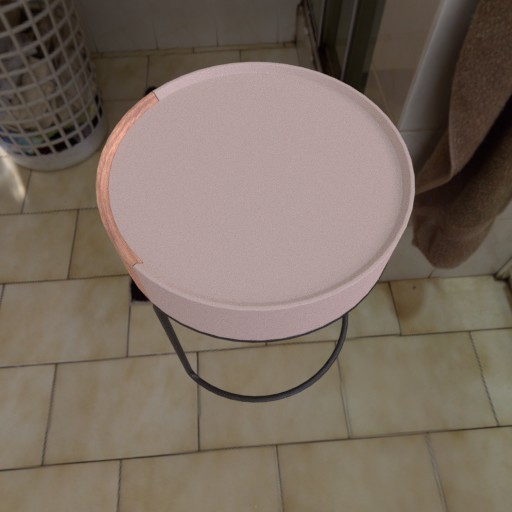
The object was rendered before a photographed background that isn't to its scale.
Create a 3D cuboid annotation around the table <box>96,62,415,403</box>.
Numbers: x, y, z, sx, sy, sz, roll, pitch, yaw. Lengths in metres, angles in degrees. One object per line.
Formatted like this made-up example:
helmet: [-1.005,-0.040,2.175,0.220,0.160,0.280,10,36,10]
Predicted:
table: [0.000,0.000,0.861,0.450,0.530,0.450,0,61,0]
